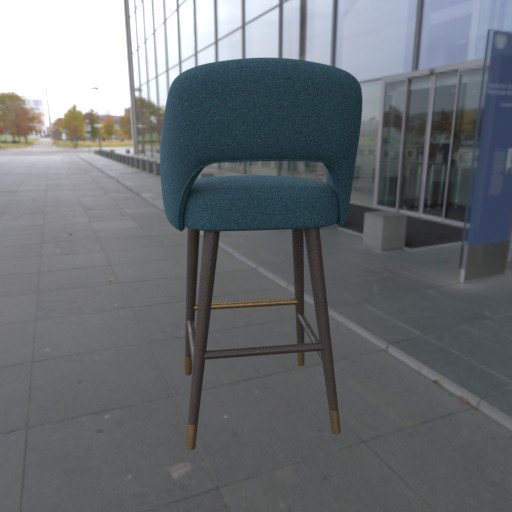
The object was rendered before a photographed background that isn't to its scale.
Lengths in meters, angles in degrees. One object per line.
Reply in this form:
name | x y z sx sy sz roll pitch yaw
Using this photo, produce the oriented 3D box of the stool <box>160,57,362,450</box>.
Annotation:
stool | 0.000 0.000 1.339 0.536 1.032 0.522 -2 15 -9
